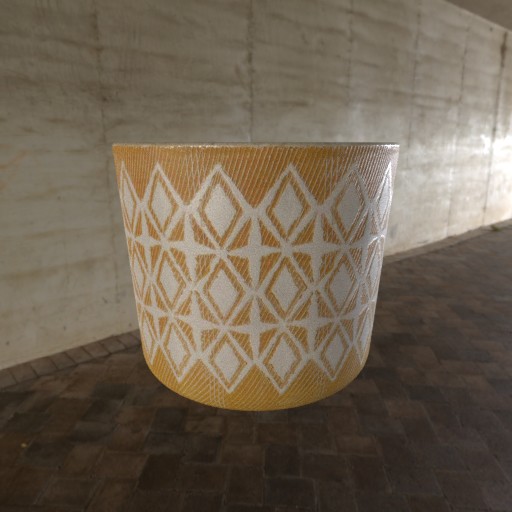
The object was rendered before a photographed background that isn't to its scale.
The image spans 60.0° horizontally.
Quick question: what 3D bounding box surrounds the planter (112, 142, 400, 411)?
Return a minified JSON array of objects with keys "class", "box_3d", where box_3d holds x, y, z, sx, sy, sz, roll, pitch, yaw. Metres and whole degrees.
[{"class":"planter","box_3d":[0.000,0.000,0.332,0.193,0.165,0.193,0,14,0]}]
